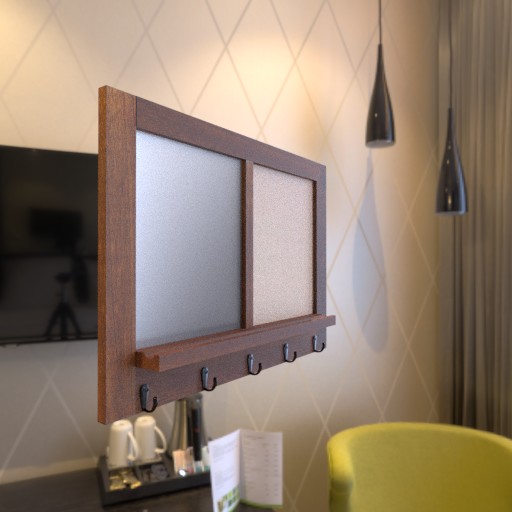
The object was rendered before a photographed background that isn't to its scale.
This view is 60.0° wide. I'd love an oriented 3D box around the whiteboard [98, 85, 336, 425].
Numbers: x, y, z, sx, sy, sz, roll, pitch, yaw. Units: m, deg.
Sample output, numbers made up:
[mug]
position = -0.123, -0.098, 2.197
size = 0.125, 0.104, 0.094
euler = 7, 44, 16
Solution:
[whiteboard]
position = 0.000, 0.000, 1.032
size = 0.083, 0.559, 0.783
euler = 0, -1, 36
